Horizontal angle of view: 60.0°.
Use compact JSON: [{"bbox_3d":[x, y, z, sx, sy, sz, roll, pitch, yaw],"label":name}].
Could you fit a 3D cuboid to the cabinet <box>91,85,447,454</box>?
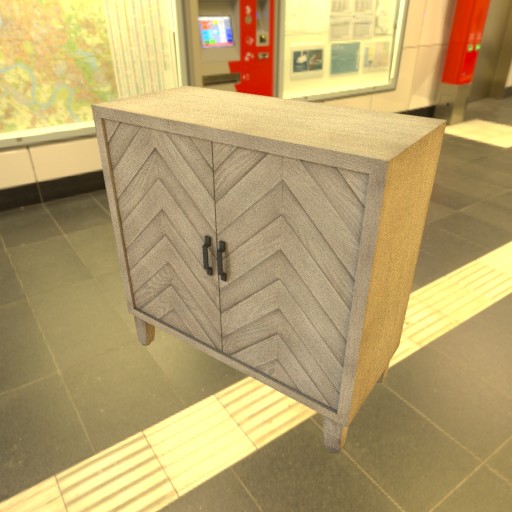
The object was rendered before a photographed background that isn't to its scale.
[{"bbox_3d":[0.000,0.000,1.246,0.781,0.787,0.370,20,35,30],"label":"cabinet"}]
